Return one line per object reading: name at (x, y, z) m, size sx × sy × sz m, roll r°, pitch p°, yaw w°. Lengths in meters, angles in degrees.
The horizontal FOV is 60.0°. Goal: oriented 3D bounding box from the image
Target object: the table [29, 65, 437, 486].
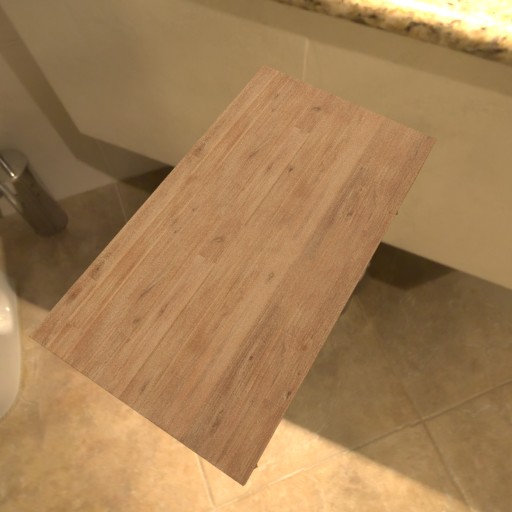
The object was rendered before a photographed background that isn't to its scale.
table at (0.000, 0.000, 2.019) m, size 0.918 × 0.531 × 1.619 m, roll 29°, pitch 67°, yaw 14°
